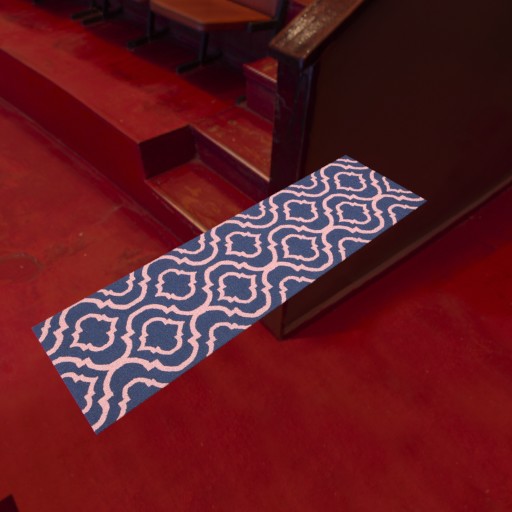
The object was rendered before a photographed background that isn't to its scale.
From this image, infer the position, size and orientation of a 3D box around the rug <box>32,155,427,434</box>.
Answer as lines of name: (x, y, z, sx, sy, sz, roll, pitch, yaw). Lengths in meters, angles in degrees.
rug: (0.000, 0.000, 2.500, 2.296, 0.006, 0.685, -32, 54, -27)
